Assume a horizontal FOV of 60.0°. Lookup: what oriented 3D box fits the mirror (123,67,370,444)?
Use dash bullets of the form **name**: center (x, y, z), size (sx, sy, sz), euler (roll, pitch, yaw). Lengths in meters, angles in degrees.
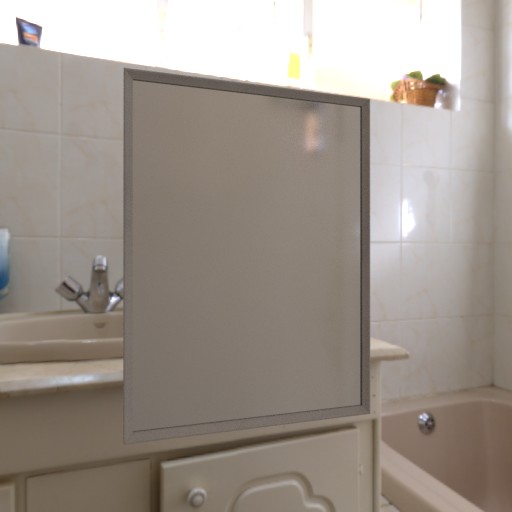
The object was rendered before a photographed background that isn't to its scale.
- **mirror**: center (0.000, 0.000, 1.330), size (0.762, 1.016, 0.041), euler (0, 0, -18)
